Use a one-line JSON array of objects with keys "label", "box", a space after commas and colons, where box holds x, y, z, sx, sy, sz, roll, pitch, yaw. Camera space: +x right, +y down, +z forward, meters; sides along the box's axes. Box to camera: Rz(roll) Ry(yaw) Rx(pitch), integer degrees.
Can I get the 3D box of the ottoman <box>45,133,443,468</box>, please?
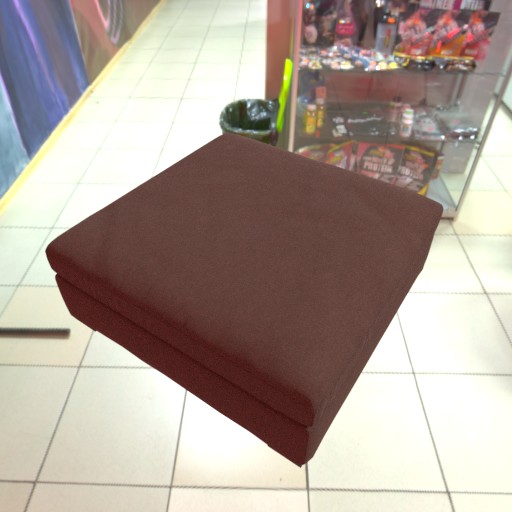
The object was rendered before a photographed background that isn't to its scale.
[{"label": "ottoman", "box": [0.000, 0.000, 1.876, 1.181, 0.470, 1.181, 24, 47, 25]}]
